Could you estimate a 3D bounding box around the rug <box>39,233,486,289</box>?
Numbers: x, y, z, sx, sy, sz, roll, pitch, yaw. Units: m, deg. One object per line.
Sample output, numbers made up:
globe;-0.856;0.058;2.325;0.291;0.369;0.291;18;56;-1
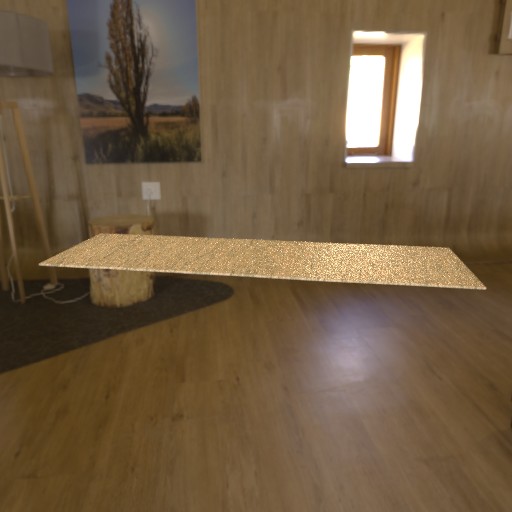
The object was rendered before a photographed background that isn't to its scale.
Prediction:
rug;0.000;0.000;2.567;2.290;0.014;0.700;3;17;9
